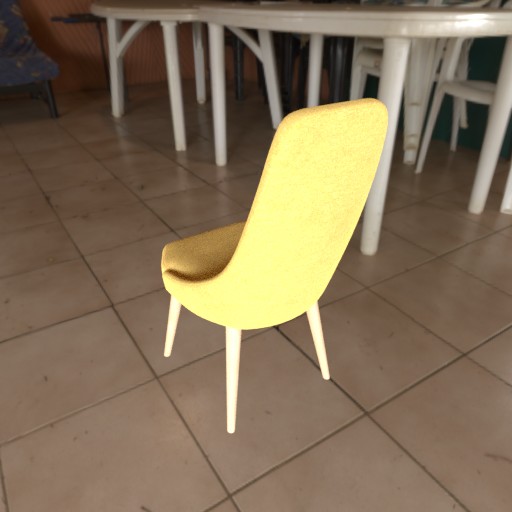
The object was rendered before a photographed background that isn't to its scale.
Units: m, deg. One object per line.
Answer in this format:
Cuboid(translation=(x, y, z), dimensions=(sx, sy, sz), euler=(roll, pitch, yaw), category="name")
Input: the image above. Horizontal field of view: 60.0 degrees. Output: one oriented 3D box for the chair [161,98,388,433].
Cuboid(translation=(0.000, 0.000, 1.403), dimensions=(0.510, 1.040, 0.660), euler=(-19, 36, -29), category="chair")
